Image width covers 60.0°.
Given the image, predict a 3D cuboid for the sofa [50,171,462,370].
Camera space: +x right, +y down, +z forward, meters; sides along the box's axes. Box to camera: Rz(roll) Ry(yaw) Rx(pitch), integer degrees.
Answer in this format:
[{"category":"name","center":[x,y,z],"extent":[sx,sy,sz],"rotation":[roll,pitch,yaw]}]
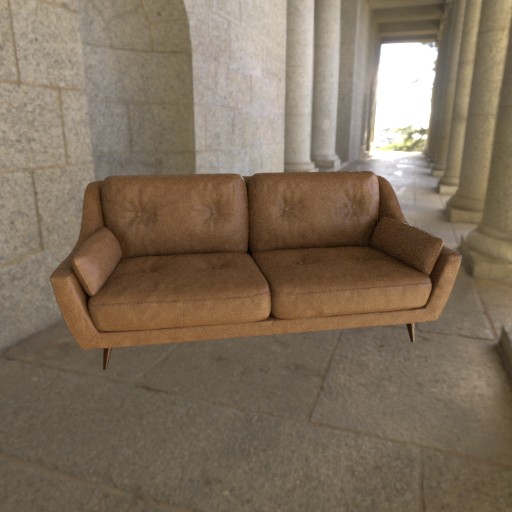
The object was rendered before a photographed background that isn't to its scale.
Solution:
[{"category":"sofa","center":[0.000,0.000,2.426],"extent":[1.902,0.839,0.904],"rotation":[-3,17,-10]}]
